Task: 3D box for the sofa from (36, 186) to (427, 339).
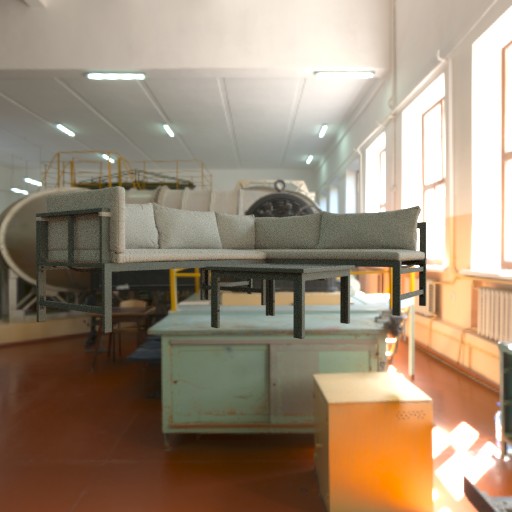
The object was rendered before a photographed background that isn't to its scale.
[{"bbox_3d":[0.000,0.000,2.943,1.658,0.758,2.096,0,1,35],"label":"sofa"}]
